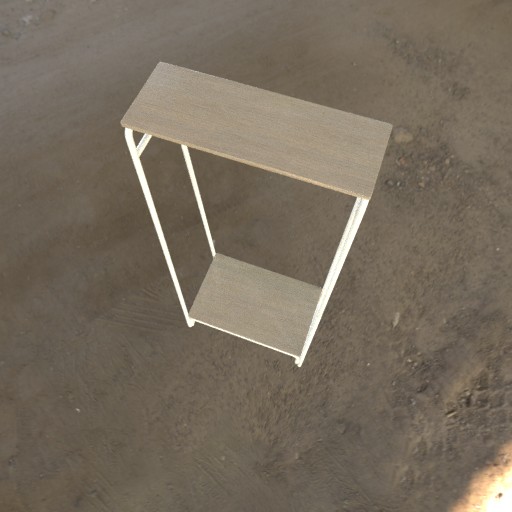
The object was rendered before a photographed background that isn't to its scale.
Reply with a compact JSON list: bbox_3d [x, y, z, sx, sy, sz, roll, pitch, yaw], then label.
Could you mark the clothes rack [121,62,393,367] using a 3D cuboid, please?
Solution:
[{"bbox_3d":[0.000,0.000,1.780,0.640,1.512,0.400,18,66,9],"label":"clothes rack"}]
